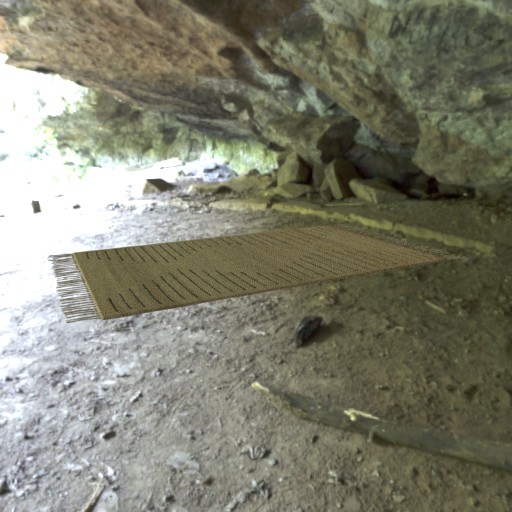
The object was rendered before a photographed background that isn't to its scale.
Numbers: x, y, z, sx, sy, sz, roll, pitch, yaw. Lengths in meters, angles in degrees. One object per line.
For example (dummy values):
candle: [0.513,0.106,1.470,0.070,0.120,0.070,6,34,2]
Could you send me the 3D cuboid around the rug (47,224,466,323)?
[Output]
rug: [0.000,0.000,2.045,1.718,0.017,0.905,-8,17,-26]
